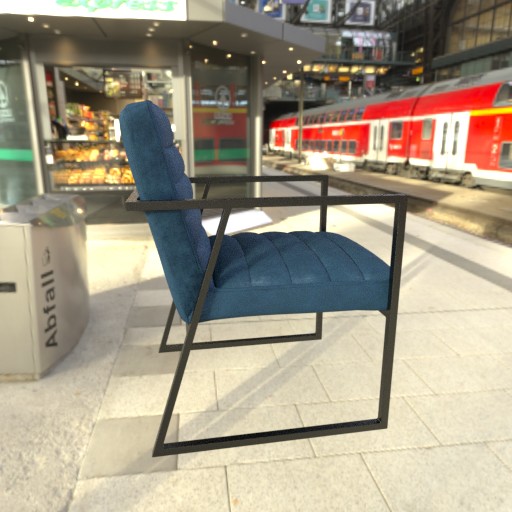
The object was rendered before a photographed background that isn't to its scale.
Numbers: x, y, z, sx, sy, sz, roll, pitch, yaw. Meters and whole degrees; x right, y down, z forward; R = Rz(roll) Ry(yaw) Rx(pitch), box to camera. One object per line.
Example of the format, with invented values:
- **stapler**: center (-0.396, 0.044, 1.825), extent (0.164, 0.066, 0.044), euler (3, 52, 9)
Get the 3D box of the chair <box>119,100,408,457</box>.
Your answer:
- **chair**: center (0.000, 0.000, 1.291), extent (0.677, 0.833, 0.571), euler (-3, 15, -10)
